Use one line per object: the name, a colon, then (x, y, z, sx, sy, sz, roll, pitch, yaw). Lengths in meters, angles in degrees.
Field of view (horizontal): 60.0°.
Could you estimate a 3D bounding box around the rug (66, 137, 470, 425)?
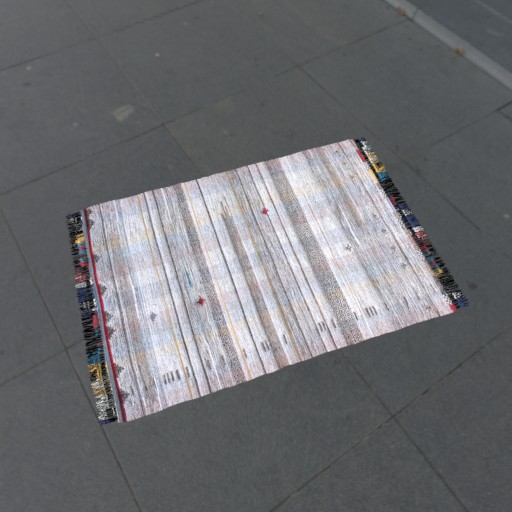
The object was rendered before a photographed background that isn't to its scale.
rug: (0.000, 0.000, 2.322, 1.848, 0.012, 1.217, -16, 61, -9)
